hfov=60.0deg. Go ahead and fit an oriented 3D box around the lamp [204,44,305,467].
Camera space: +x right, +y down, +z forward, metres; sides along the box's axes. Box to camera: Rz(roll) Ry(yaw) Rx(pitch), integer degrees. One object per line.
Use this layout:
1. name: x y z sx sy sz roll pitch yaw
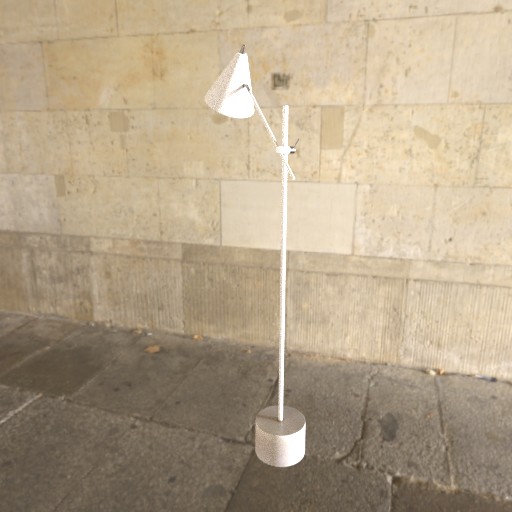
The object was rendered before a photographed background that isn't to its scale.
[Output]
1. lamp: 0.000 0.000 1.611 0.223 1.430 0.508 -7 17 -26
